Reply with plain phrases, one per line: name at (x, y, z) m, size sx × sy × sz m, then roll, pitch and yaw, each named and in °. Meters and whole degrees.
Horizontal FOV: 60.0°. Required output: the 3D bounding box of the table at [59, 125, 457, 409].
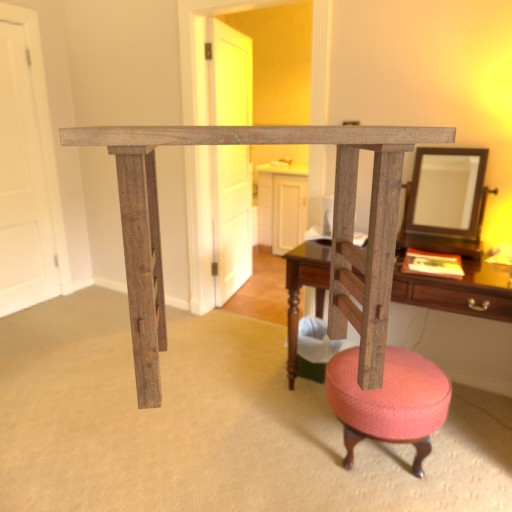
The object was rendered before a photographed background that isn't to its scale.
table at (0.000, 0.000, 1.630) m, size 1.119 × 0.914 × 0.556 m, roll -2°, pitch 17°, yaw -7°
